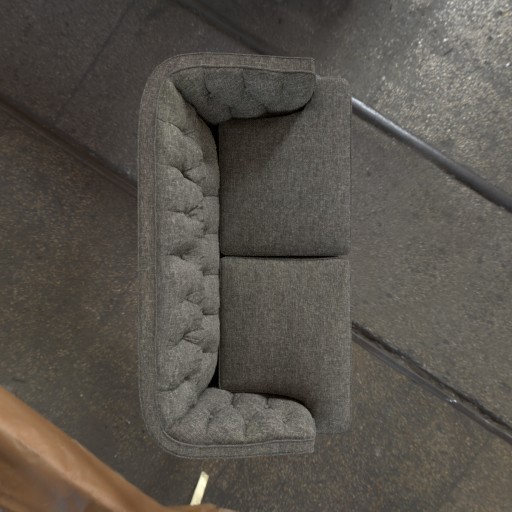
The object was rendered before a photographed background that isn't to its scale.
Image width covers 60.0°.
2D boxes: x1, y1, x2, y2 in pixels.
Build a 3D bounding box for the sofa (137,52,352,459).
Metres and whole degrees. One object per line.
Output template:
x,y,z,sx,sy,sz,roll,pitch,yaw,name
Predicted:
0.000,0.000,2.185,0.941,0.855,1.733,0,90,2,sofa
